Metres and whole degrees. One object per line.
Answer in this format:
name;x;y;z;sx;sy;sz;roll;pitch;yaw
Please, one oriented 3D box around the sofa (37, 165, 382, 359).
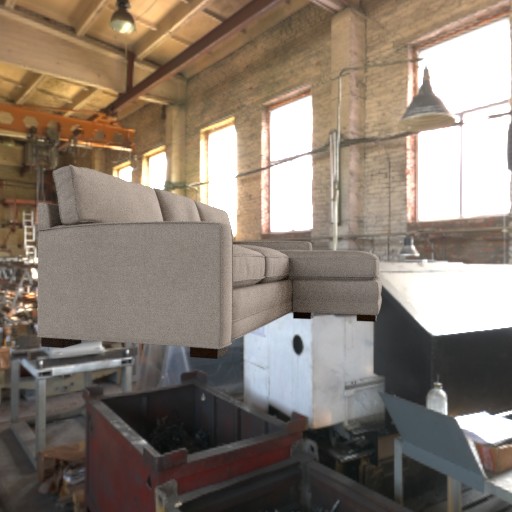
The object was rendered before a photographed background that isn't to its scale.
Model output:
sofa;0.000;0.000;2.833;1.496;0.861;2.087;0;-1;17
